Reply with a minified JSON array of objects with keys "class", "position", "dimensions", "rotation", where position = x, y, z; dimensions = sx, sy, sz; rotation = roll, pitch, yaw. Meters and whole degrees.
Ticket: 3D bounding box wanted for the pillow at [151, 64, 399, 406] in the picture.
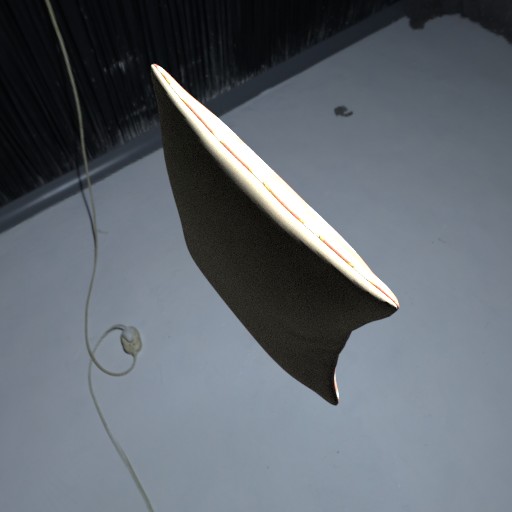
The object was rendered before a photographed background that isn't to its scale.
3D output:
[{"class":"pillow","position":[0.000,0.000,0.834],"dimensions":[0.166,0.508,0.552],"rotation":[-33,64,-18]}]
